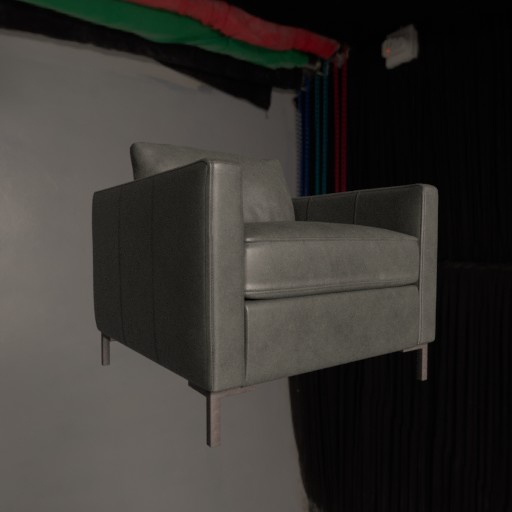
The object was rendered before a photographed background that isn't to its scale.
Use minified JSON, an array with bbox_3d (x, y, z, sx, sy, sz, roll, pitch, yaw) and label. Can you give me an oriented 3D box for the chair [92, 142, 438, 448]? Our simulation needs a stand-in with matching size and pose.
[{"bbox_3d":[0.000,0.000,1.481,0.967,0.824,0.861,-2,3,-36],"label":"chair"}]
